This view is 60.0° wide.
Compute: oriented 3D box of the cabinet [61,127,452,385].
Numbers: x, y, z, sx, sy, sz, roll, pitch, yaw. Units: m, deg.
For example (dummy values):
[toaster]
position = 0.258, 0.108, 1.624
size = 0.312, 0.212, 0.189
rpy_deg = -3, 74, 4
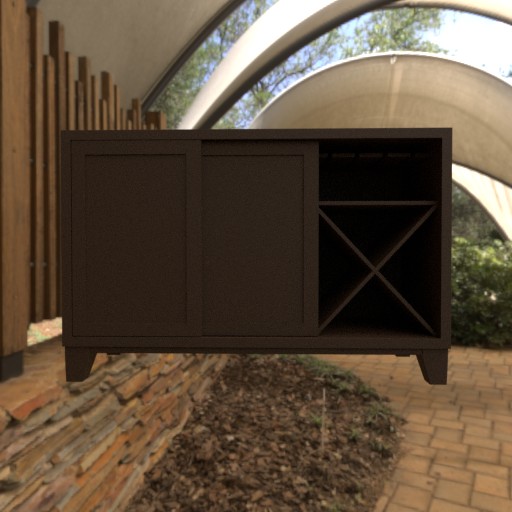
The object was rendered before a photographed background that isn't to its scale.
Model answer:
[cabinet]
position = 0.000, 0.000, 1.827
size = 1.396, 0.914, 0.482
rpy_deg = 0, 1, 1
